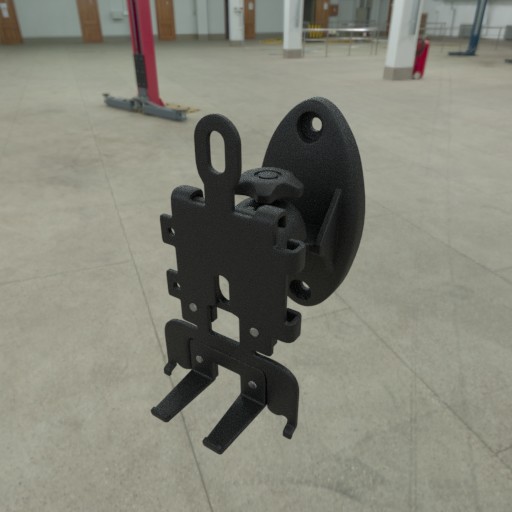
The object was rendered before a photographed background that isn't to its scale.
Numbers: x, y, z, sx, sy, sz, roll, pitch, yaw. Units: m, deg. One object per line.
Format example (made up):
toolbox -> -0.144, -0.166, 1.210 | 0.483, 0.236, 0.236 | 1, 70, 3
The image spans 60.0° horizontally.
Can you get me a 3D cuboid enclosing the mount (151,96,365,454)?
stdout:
mount -> 0.000, 0.000, 0.177 | 0.066, 0.118, 0.100 | 17, 34, 28
